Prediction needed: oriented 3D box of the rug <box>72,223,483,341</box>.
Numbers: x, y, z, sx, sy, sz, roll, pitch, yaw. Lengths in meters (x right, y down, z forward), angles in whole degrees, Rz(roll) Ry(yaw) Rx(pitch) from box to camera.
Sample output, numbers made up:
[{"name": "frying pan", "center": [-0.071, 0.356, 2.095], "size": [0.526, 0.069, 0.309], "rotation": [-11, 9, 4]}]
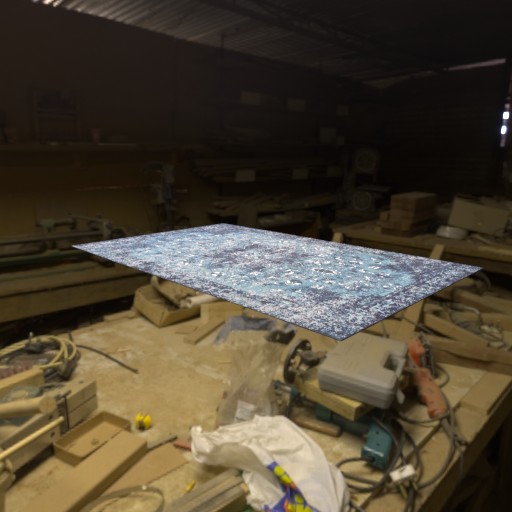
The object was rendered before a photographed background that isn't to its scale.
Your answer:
[{"name": "rug", "center": [0.000, 0.000, 3.041], "size": [1.525, 0.007, 2.440], "rotation": [-13, 18, -43]}]
